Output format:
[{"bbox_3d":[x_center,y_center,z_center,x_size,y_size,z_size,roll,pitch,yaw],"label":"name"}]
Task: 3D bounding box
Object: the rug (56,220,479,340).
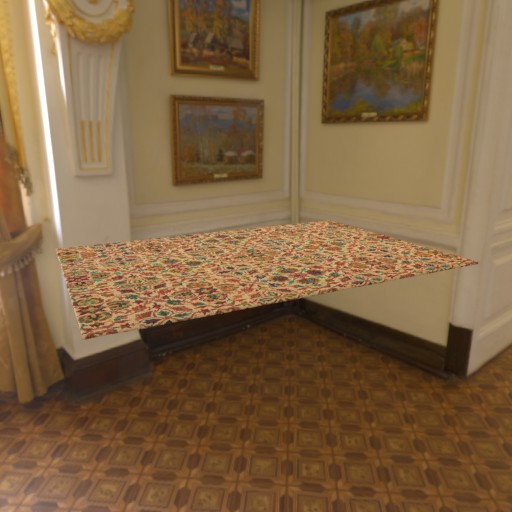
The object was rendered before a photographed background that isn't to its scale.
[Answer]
[{"bbox_3d":[0.000,0.000,2.878,2.297,0.018,1.541,-8,17,-26],"label":"rug"}]
